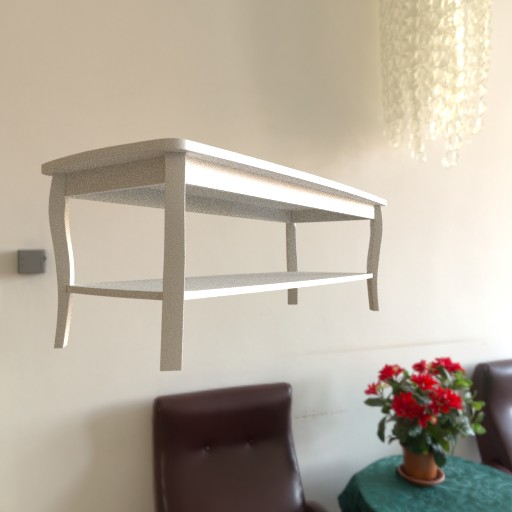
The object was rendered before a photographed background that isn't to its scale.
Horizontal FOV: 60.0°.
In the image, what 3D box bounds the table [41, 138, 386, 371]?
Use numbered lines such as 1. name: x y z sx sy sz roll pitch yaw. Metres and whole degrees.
1. table: 0.000 0.000 1.543 0.561 0.474 1.334 0 0 35
